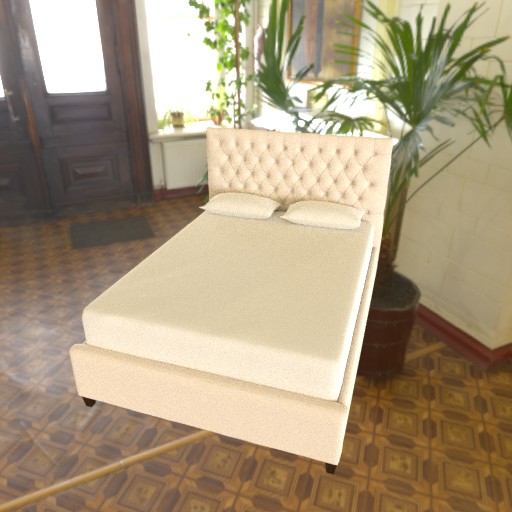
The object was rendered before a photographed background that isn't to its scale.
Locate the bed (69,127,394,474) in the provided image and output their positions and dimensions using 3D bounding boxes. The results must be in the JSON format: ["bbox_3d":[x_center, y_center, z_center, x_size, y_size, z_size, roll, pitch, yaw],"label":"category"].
[{"bbox_3d":[0.000,0.000,3.281,1.696,1.426,2.233,8,27,16],"label":"bed"}]
